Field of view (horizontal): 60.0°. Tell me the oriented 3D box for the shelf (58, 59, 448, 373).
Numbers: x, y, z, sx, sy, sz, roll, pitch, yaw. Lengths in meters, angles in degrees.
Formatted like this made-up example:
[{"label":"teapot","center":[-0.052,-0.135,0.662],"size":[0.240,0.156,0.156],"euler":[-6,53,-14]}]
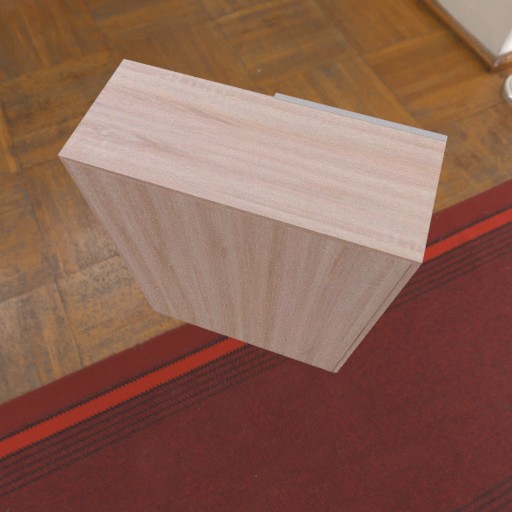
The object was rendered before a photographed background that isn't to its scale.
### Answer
[{"label":"shelf","center":[0.000,0.000,1.855],"size":[0.995,1.405,0.434],"euler":[17,65,8]}]
